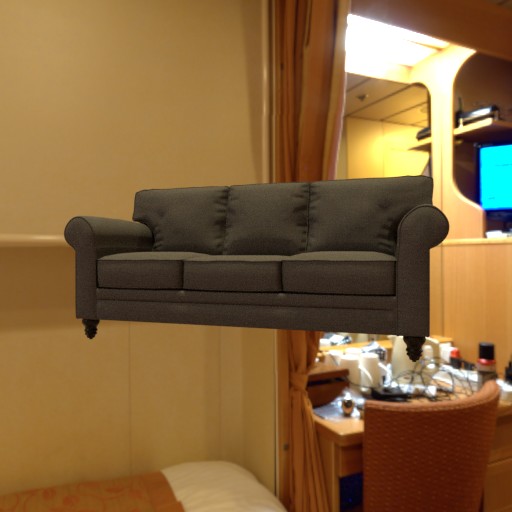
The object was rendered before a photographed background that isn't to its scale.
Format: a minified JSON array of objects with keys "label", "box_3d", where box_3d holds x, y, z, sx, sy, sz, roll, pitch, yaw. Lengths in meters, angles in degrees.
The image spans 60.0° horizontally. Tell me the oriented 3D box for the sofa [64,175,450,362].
[{"label":"sofa","box_3d":[0.000,0.000,2.663,2.084,0.966,0.909,0,0,18]}]
